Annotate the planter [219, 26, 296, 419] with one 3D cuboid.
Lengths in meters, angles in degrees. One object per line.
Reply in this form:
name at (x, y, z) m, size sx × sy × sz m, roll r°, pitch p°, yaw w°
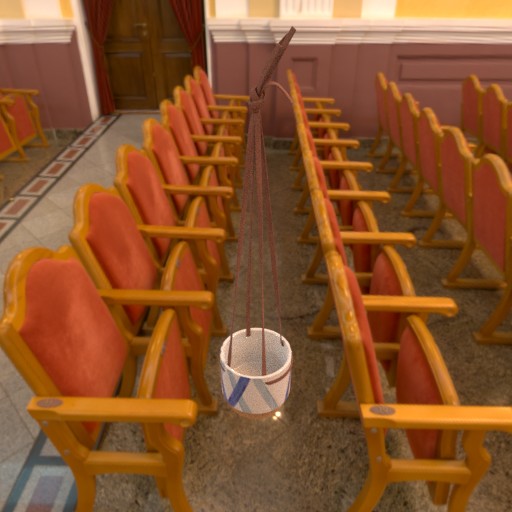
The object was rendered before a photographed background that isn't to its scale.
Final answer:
planter at (0.000, 0.000, 0.814) m, size 0.157 × 0.753 × 0.153 m, roll 1°, pitch 32°, yaw 1°
